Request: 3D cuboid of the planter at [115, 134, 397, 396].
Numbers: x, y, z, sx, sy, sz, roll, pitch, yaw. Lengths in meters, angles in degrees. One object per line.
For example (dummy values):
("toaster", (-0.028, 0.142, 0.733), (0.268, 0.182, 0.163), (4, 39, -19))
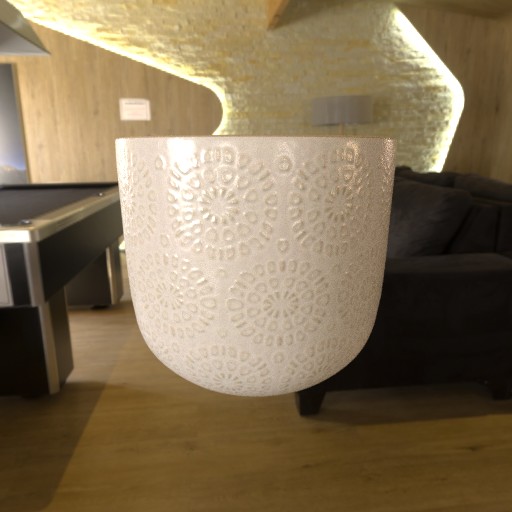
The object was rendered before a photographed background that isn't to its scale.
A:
("planter", (0.000, 0.000, 0.297), (0.170, 0.152, 0.170), (0, 14, 0))
